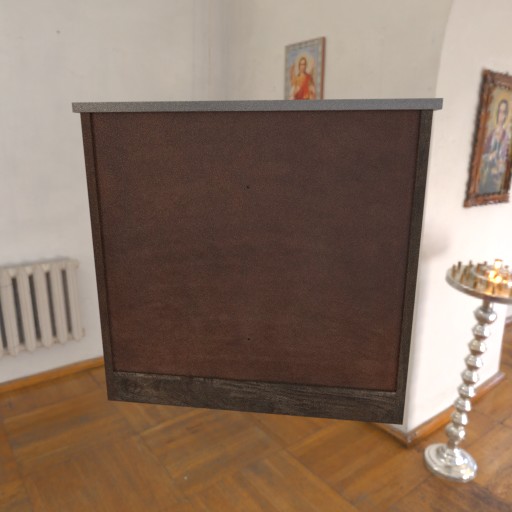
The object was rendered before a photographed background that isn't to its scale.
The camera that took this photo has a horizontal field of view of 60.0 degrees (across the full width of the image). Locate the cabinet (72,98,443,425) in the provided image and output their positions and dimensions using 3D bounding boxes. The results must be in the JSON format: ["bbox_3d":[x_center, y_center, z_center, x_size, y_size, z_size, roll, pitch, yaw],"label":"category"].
[{"bbox_3d":[0.000,0.000,1.422,0.968,0.919,0.338,2,15,8],"label":"cabinet"}]
